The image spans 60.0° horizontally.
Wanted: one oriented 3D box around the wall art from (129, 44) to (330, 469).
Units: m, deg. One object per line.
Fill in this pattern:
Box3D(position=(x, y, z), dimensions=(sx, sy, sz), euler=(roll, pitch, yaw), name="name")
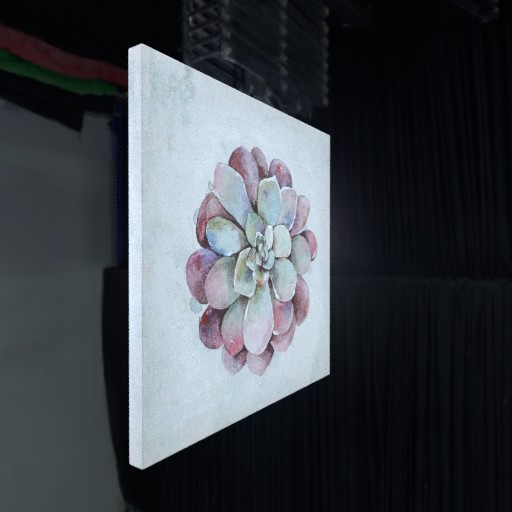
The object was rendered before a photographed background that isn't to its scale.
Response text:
Box3D(position=(0.000, 0.000, 1.113), dimensions=(0.041, 0.762, 0.762), euler=(0, 1, 35), name="wall art")
